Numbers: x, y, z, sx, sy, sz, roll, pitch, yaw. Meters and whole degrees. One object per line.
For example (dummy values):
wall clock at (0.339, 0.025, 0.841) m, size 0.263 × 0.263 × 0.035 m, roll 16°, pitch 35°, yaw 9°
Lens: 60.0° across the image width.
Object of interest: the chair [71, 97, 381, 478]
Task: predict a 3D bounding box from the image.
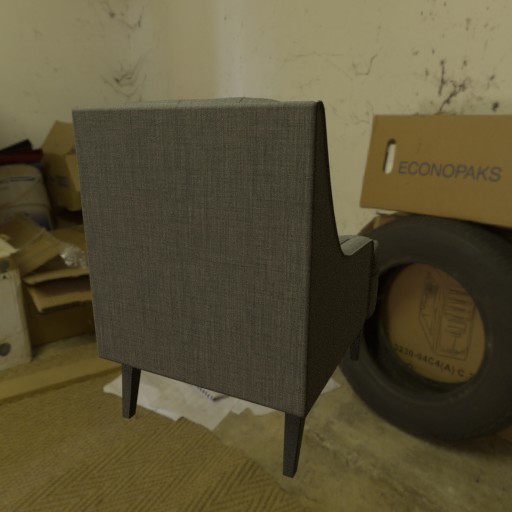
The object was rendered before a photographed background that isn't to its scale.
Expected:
chair at (0.000, 0.000, 1.387) m, size 0.655 × 0.891 × 0.771 m, roll 8°, pitch 18°, yaw 25°
